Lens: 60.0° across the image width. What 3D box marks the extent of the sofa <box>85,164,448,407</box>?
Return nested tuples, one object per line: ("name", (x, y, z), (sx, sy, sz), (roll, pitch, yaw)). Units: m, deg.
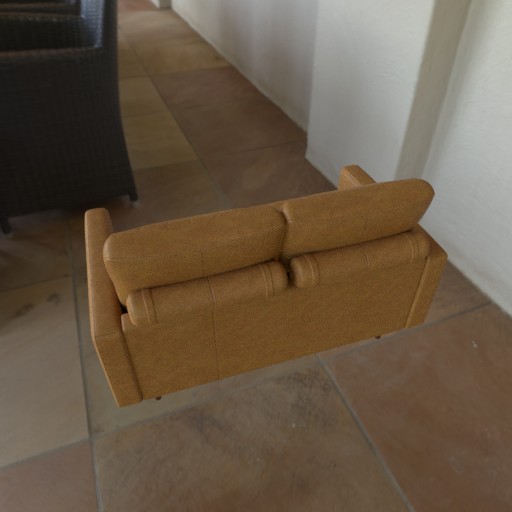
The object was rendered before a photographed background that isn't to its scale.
("sofa", (0.000, 0.000, 2.008), (1.430, 0.898, 0.868), (-12, 42, -14))
